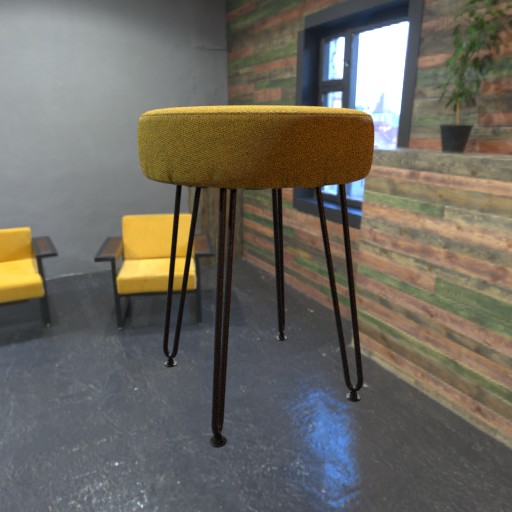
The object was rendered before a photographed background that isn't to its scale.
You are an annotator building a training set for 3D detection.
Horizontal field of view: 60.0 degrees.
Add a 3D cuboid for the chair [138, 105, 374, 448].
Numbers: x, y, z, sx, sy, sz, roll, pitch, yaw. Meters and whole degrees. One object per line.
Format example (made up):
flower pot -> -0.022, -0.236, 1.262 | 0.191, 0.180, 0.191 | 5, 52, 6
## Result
chair -> 0.000, 0.000, 0.717 | 0.345, 0.455, 0.345 | -8, 18, -25
